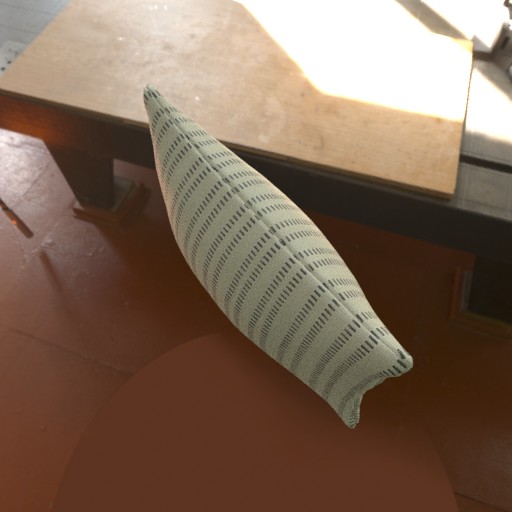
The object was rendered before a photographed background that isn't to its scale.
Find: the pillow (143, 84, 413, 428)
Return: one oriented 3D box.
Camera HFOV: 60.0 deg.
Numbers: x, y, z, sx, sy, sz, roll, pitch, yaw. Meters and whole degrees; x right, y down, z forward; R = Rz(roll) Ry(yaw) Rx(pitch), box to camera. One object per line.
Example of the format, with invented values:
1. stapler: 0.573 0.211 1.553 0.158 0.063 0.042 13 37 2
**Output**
1. pillow: 0.000 0.000 0.802 0.210 0.353 0.640 -33 64 -18
